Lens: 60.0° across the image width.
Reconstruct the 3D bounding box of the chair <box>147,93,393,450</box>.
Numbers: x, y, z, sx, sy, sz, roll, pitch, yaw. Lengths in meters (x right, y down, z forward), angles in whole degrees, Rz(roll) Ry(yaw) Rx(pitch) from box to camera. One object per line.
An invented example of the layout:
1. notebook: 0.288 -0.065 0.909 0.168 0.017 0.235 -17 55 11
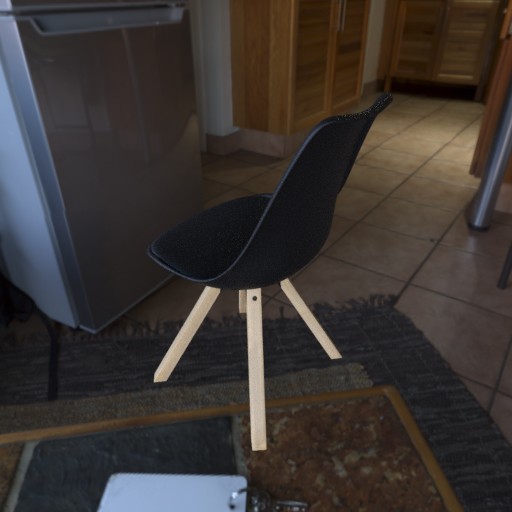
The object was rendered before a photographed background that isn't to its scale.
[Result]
1. chair: 0.000 0.000 1.168 0.549 0.850 0.485 22 39 31
